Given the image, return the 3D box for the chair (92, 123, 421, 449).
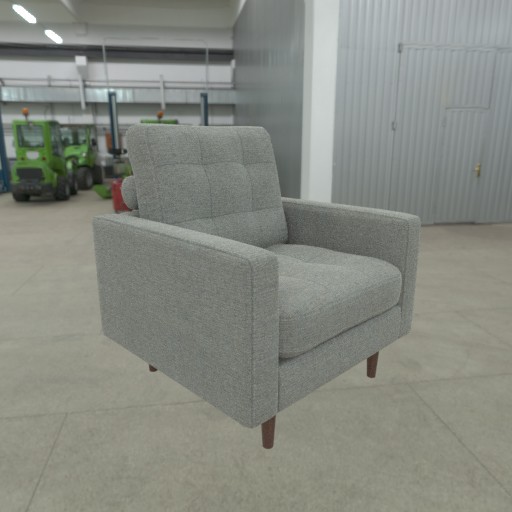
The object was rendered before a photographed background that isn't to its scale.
[{"bbox_3d":[0.000,0.000,1.534,0.821,0.880,0.843,-14,20,-43],"label":"chair"}]
